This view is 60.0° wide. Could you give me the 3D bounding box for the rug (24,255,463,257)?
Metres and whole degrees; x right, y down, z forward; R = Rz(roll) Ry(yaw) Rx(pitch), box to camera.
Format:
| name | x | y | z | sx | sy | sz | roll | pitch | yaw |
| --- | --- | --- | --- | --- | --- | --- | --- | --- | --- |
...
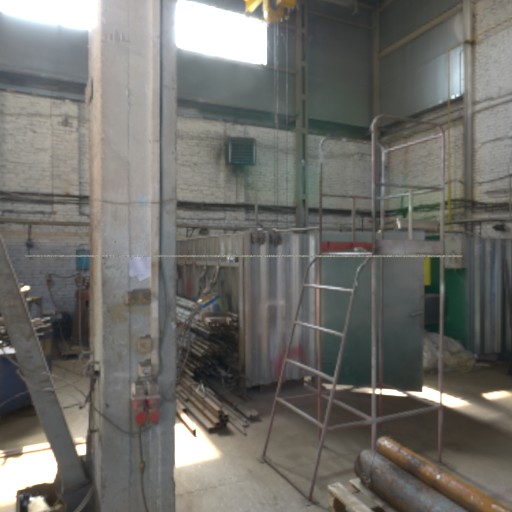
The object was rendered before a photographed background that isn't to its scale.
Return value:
| name | x | y | z | sx | sy | sz | roll | pitch | yaw |
| --- | --- | --- | --- | --- | --- | --- | --- | --- | --- |
| rug | 0.000 | 0.000 | 2.884 | 2.283 | 0.006 | 1.521 | 0 | 0 | 19 |
